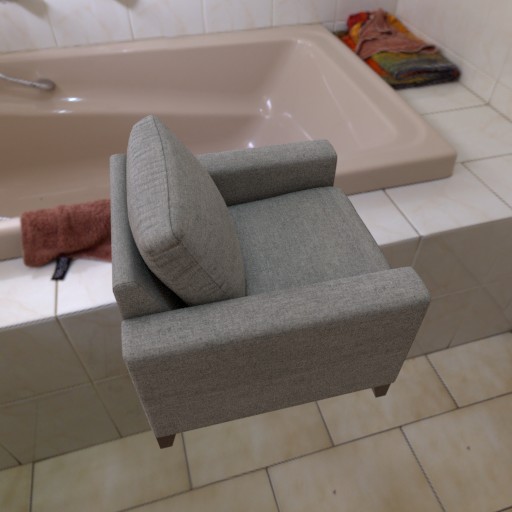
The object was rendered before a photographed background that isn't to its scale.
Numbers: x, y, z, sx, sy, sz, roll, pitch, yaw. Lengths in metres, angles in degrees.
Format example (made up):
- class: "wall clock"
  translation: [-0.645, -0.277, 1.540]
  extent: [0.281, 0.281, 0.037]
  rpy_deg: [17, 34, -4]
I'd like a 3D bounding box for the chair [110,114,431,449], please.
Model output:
- class: "chair"
  translation: [0.000, 0.000, 1.850]
  extent: [1.038, 1.010, 1.024]
  rpy_deg: [-10, 47, -9]
